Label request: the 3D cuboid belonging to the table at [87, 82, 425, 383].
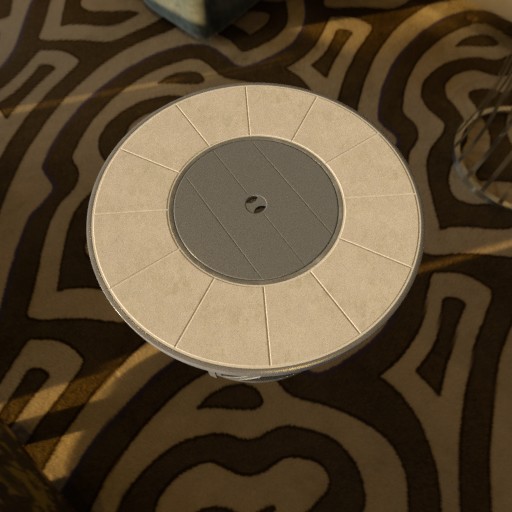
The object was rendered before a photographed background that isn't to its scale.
[{"bbox_3d":[0.000,0.000,1.505,0.914,0.650,0.914,0,64,0],"label":"table"}]
